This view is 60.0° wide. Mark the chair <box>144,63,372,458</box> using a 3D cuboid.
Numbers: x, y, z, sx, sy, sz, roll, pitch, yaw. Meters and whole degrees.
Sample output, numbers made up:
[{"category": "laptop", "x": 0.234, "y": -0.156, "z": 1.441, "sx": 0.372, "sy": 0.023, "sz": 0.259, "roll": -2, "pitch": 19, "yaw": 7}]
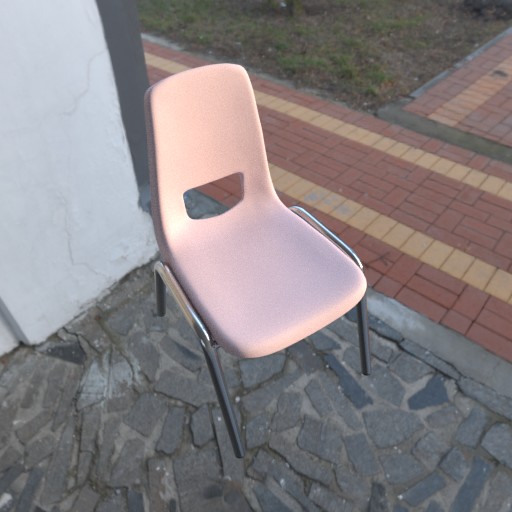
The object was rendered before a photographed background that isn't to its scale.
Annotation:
[{"category": "chair", "x": 0.000, "y": 0.000, "z": 0.848, "sx": 0.354, "sy": 0.586, "sz": 0.423, "roll": -24, "pitch": 50, "yaw": -23}]
